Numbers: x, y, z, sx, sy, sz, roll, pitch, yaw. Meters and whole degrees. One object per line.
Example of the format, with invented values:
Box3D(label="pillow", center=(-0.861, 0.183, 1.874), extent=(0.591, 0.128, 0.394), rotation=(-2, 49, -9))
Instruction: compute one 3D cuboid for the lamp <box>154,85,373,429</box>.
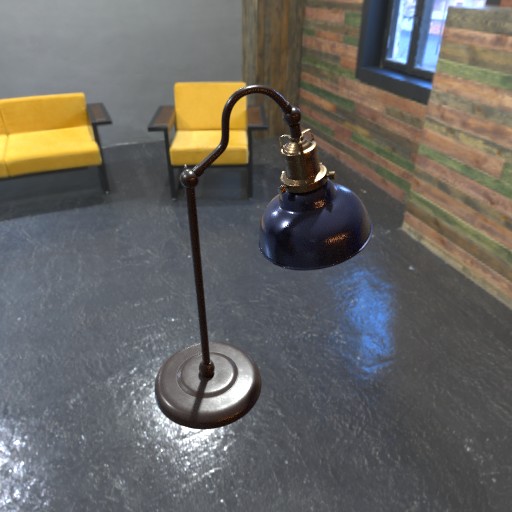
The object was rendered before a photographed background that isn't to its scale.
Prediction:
Box3D(label="lamp", center=(0.000, 0.000, 0.692), extent=(0.374, 0.508, 0.192), rotation=(-11, 34, -16))
